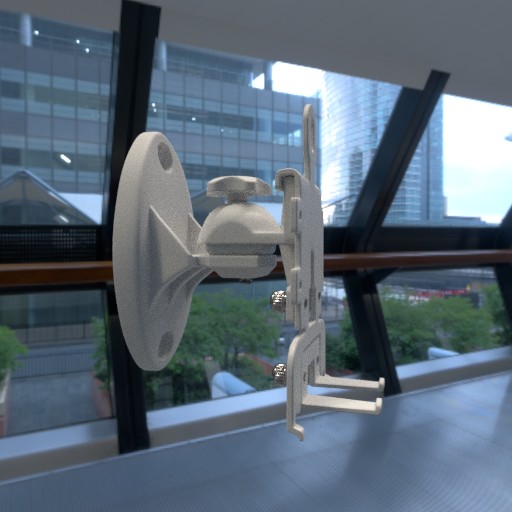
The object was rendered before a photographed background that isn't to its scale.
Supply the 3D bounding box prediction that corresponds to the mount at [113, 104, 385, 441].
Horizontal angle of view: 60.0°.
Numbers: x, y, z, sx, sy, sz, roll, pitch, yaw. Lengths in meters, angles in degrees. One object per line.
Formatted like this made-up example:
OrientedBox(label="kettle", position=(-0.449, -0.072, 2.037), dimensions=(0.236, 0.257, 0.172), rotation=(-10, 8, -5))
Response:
OrientedBox(label="mount", position=(0.000, 0.000, 0.181), dimensions=(0.100, 0.118, 0.066), rotation=(0, 1, 18))
